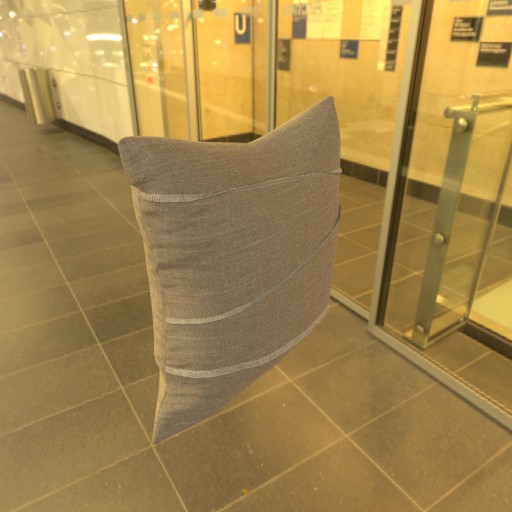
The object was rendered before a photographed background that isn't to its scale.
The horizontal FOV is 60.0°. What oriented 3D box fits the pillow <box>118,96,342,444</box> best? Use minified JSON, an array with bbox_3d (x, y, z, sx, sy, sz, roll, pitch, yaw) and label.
[{"bbox_3d":[0.000,0.000,0.639,0.169,0.400,0.424,19,32,33],"label":"pillow"}]
